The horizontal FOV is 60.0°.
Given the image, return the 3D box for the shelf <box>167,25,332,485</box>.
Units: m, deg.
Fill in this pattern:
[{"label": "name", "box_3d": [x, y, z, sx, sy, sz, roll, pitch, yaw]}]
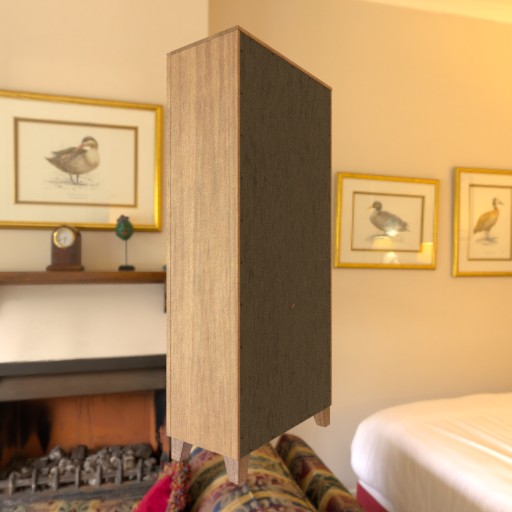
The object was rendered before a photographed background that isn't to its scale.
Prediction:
[{"label": "shelf", "box_3d": [0.000, 0.000, 2.333, 0.453, 1.930, 0.864, 0, 0, 37]}]
